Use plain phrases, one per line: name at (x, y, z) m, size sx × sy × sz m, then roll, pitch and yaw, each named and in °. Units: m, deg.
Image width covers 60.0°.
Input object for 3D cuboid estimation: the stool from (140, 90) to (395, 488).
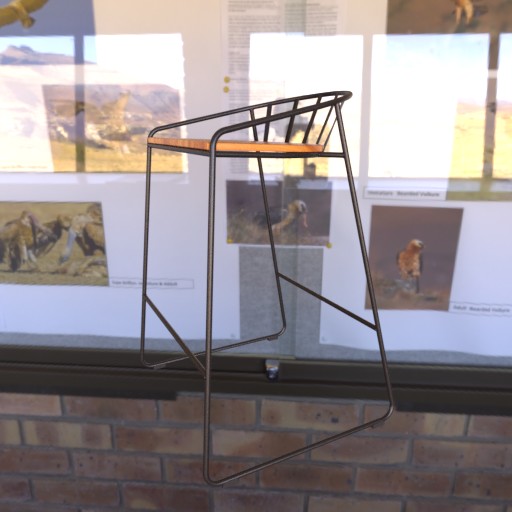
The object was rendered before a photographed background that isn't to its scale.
stool at (0.000, 0.000, 1.142) m, size 0.521 × 0.812 × 0.546 m, roll -8°, pitch 18°, yaw -27°
